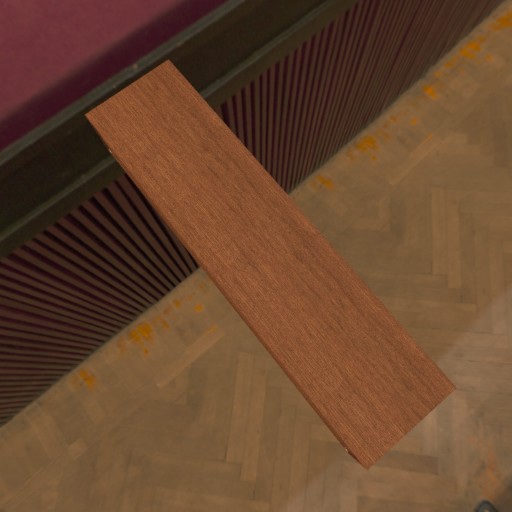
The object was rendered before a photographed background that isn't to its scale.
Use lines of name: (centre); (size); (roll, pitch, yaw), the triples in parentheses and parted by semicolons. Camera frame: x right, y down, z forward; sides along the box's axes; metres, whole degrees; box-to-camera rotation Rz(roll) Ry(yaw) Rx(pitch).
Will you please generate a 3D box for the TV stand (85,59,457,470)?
TV stand: (0.000, 0.000, 1.651); (0.366, 0.409, 1.482); (-38, 79, -9)
